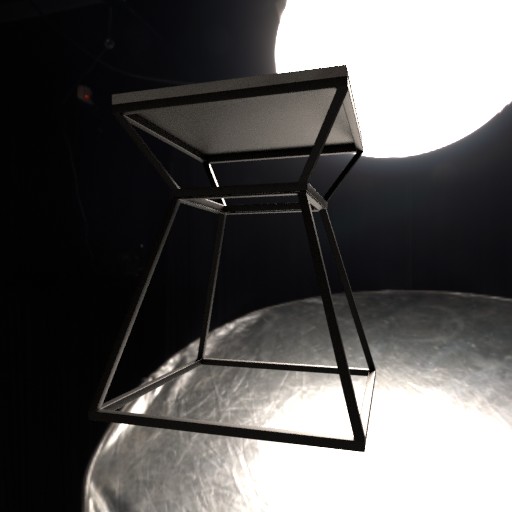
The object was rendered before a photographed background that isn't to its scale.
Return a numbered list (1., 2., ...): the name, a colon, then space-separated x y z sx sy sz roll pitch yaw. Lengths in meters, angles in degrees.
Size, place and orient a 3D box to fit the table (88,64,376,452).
1. table: 0.000 0.000 0.903 0.455 0.559 0.455 0 -1 17
